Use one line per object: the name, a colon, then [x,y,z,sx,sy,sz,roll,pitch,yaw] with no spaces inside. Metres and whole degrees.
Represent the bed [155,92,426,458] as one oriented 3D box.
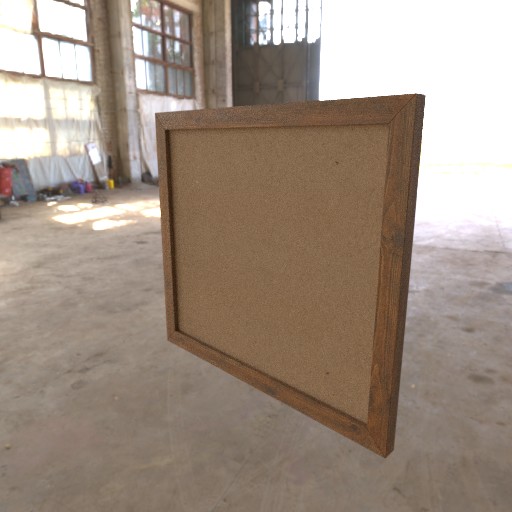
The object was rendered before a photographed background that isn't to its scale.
bed: [0.000,0.000,1.463,0.046,0.942,1.046,-14,20,-43]
